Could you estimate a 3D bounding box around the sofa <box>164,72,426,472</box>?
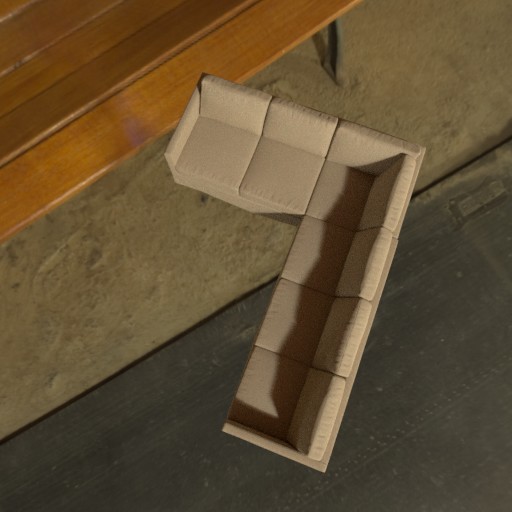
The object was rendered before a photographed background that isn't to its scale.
[{"bbox_3d":[0.000,0.000,4.360,2.432,0.871,3.182,20,76,5],"label":"sofa"}]
